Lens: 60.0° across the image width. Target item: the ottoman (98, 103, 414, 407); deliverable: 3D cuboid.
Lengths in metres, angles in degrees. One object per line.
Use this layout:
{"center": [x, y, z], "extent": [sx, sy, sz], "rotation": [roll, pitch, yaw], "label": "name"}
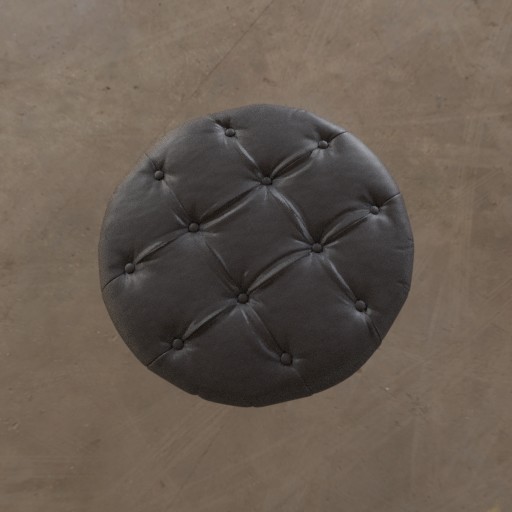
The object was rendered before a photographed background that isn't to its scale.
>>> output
{"center": [0.000, 0.000, 1.403], "extent": [0.901, 0.439, 0.901], "rotation": [0, 75, 0], "label": "ottoman"}
